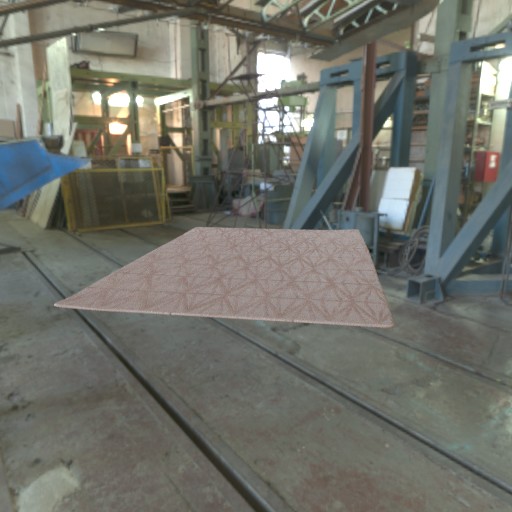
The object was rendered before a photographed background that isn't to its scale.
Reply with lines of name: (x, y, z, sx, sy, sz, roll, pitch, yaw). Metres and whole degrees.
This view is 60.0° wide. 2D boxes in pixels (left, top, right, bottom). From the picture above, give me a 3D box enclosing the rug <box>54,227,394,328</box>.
rug: (0.000, 0.000, 2.419, 1.230, 0.025, 1.837, 2, 13, 9)
